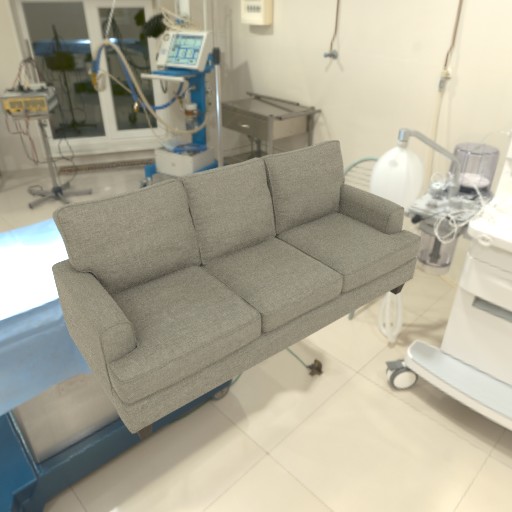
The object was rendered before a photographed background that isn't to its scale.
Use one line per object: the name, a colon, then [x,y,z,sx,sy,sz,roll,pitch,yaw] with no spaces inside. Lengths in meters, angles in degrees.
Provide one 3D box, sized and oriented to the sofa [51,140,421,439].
sofa: [0.000,0.000,2.718,2.158,0.965,0.951,-21,37,-32]
